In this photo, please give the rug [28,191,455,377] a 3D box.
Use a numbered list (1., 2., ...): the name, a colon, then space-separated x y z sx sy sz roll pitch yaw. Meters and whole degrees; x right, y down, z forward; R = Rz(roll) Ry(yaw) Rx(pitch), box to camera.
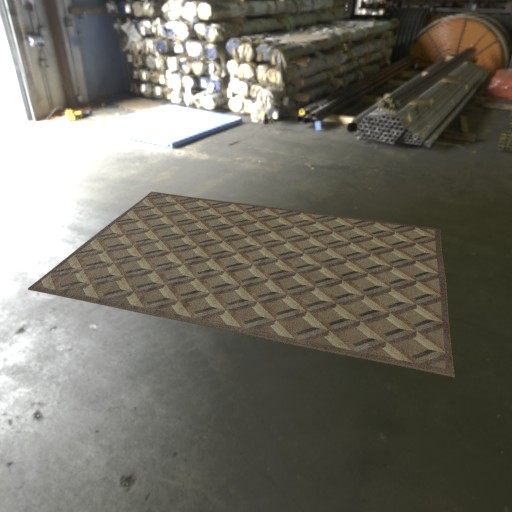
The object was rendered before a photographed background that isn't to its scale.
1. rug: 0.000 0.000 2.075 1.677 0.011 1.066 9 33 14
